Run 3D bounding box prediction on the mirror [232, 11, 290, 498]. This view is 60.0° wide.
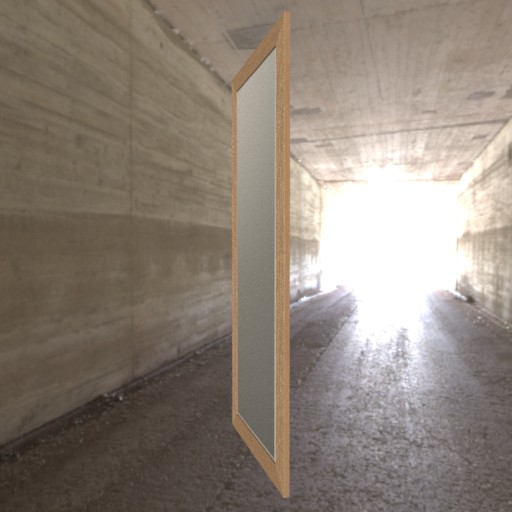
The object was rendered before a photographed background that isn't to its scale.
[{"bbox_3d":[0.000,0.000,2.238,0.026,2.031,0.812,-1,2,-19],"label":"mirror"}]
